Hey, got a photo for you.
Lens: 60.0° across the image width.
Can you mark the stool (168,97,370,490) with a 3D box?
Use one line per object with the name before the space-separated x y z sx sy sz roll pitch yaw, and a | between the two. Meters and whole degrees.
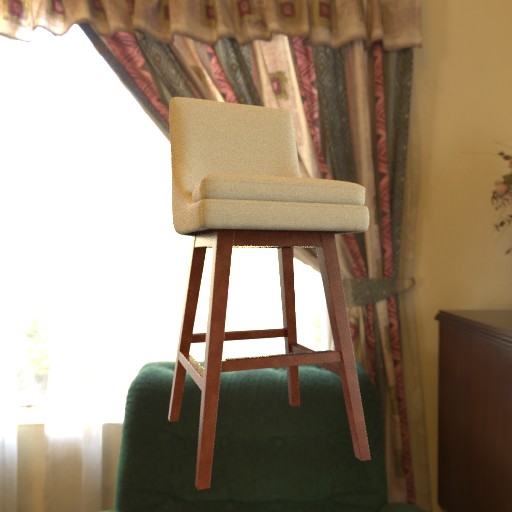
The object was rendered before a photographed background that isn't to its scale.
stool | 0.000 0.000 1.354 0.470 1.092 0.559 0 0 -19
